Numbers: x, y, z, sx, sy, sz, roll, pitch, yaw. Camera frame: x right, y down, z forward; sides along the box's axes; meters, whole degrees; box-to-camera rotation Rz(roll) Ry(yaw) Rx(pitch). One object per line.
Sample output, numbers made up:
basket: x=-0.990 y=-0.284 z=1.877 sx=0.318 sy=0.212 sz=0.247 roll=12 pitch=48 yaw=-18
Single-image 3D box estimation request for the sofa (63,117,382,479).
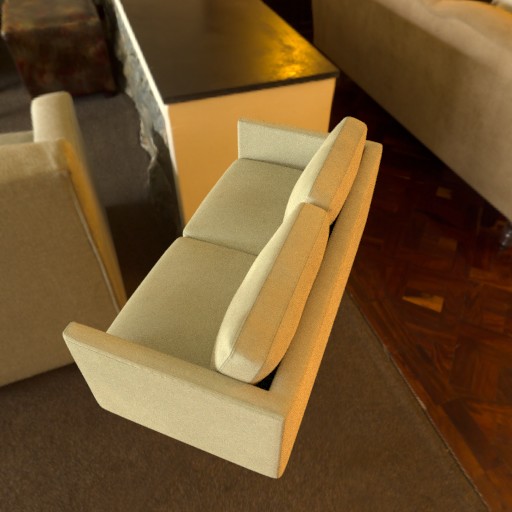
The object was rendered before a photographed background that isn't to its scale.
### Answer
sofa: x=0.000 y=0.000 z=2.358 sx=0.950 sy=0.940 sz=1.846 roll=16 pitch=48 yaw=15
